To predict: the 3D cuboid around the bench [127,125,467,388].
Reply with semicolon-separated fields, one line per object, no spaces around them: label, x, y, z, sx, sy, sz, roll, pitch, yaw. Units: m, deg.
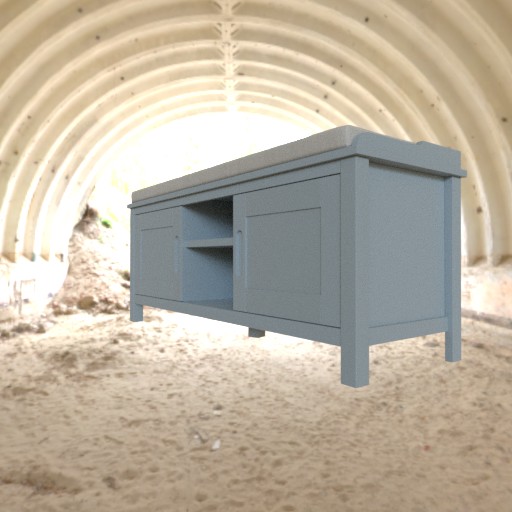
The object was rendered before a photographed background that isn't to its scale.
bench;0.000;0.000;1.389;0.398;0.501;1.140;0;0;-37
